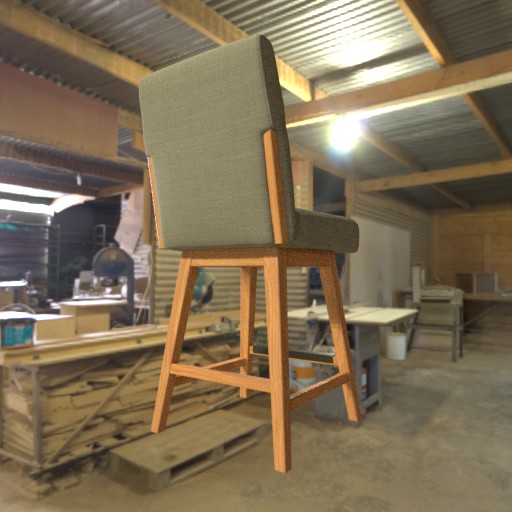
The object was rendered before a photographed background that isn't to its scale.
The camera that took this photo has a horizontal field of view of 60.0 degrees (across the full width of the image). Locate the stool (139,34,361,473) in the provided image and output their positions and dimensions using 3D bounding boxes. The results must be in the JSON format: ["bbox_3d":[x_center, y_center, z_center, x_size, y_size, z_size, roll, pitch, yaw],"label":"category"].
[{"bbox_3d":[0.000,0.000,1.331,0.459,1.019,0.570,-1,-2,35],"label":"stool"}]
